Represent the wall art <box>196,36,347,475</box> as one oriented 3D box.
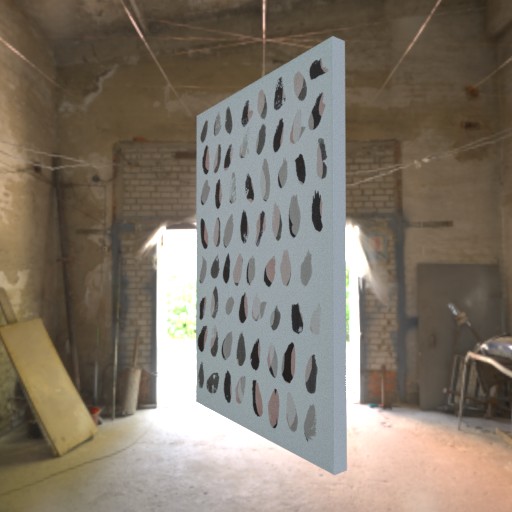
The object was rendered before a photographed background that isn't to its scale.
[{"bbox_3d":[0.000,0.000,1.182,0.037,0.916,0.610,1,-2,-35],"label":"wall art"}]
